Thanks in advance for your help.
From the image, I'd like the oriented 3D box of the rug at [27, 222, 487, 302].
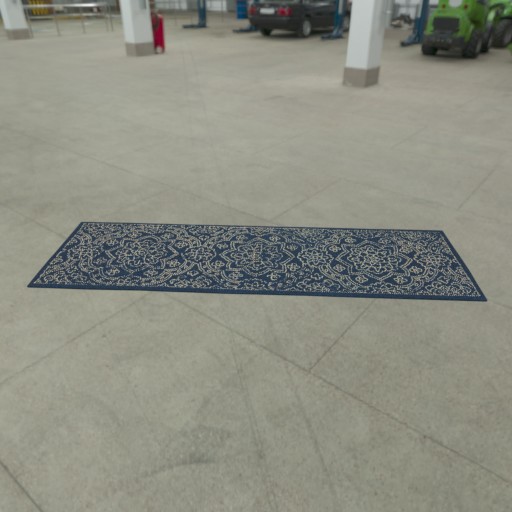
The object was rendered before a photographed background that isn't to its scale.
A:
[{"bbox_3d":[0.000,0.000,2.666,2.448,0.012,0.769,2,32,3],"label":"rug"}]
